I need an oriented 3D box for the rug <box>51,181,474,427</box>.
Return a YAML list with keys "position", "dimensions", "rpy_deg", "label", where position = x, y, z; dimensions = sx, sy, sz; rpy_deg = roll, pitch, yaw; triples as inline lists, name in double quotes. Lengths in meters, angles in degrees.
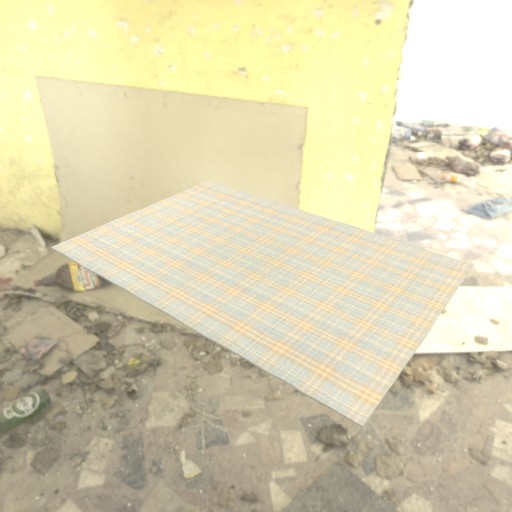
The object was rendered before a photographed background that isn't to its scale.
- position: [0.000, 0.000, 2.296]
  dimensions: [1.835, 0.012, 1.231]
  rpy_deg: [22, 38, 32]
  label: "rug"
